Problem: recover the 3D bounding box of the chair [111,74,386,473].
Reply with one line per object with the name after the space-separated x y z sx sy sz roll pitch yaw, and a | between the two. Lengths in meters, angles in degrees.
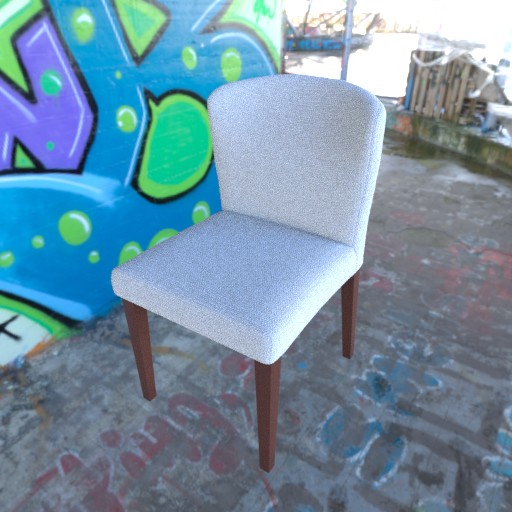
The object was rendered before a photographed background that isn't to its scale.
0.000 0.000 1.178 0.491 0.839 0.589 18 34 29 | chair
